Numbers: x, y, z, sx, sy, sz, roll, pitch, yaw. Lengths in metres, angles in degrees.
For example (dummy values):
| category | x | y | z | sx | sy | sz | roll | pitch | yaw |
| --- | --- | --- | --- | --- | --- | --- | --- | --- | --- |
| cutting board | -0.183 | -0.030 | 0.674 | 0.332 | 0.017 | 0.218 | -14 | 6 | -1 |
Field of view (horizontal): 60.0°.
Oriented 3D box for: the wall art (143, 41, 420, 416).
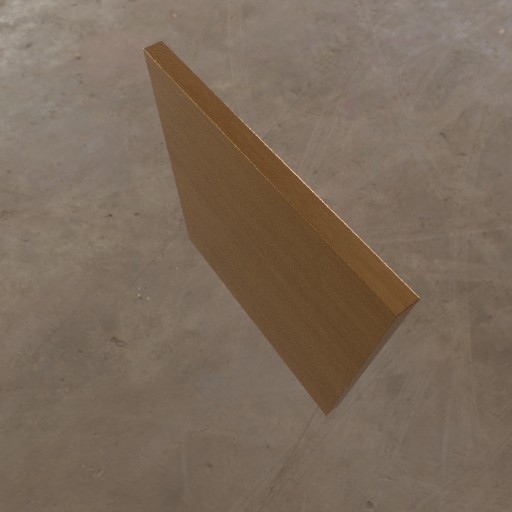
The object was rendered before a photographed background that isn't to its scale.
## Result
| category | x | y | z | sx | sy | sz | roll | pitch | yaw |
| --- | --- | --- | --- | --- | --- | --- | --- | --- | --- |
| wall art | 0.000 | 0.000 | 0.449 | 0.019 | 0.302 | 0.302 | -32 | 65 | -17 |
